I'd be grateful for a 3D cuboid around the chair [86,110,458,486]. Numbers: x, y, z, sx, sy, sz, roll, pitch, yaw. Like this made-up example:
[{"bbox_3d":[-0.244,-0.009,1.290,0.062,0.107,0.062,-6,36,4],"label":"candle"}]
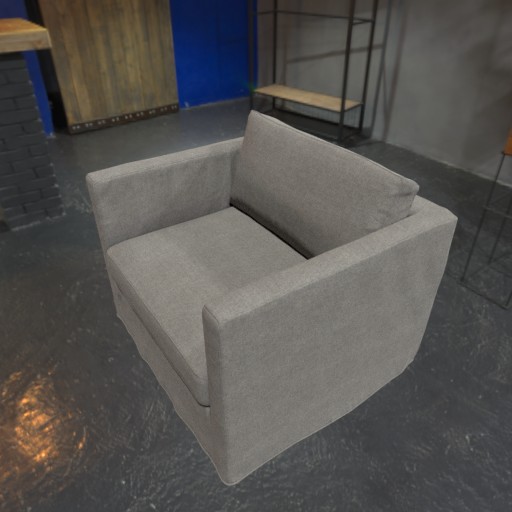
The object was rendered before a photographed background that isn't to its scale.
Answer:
[{"bbox_3d":[0.000,0.000,1.733,0.949,0.863,1.057,-21,40,-28],"label":"chair"}]
